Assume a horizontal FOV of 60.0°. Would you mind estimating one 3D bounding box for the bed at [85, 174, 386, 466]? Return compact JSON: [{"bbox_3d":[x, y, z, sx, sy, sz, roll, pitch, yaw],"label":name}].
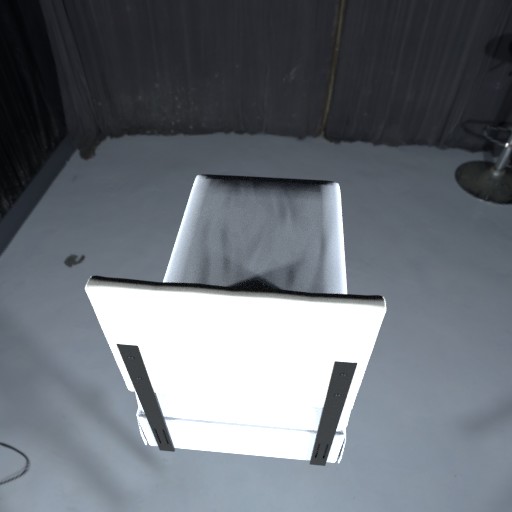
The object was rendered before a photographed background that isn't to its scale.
[{"bbox_3d":[0.000,0.000,2.874,1.261,1.571,1.997,4,46,4],"label":"bed"}]
